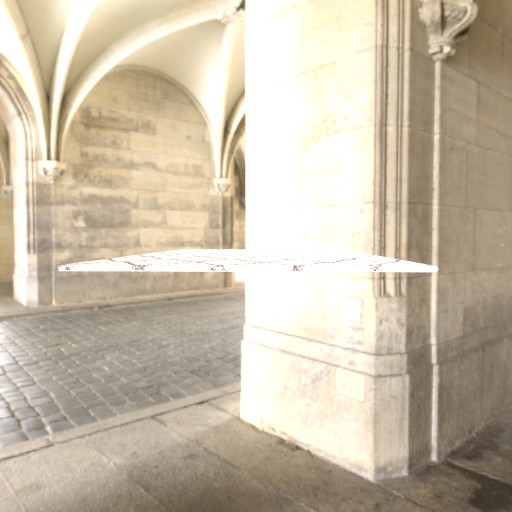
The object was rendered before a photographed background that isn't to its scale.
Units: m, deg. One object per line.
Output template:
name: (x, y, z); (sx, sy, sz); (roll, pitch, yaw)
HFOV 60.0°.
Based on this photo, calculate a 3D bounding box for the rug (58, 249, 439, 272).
rug: (0.000, 0.000, 3.414); (1.778, 0.030, 2.743); (0, 2, 2)
